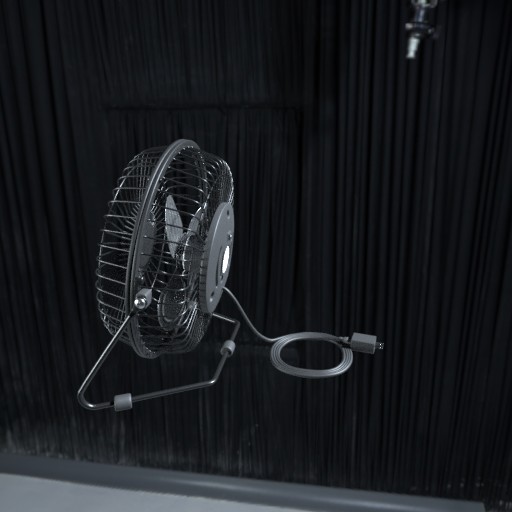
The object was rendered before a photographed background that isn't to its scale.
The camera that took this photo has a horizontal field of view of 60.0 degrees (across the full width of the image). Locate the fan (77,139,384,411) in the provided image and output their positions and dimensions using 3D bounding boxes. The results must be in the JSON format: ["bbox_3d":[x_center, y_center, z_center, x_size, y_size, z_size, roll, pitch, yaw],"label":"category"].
[{"bbox_3d":[0.000,0.000,0.370,0.227,0.188,0.209,3,17,8],"label":"fan"}]
